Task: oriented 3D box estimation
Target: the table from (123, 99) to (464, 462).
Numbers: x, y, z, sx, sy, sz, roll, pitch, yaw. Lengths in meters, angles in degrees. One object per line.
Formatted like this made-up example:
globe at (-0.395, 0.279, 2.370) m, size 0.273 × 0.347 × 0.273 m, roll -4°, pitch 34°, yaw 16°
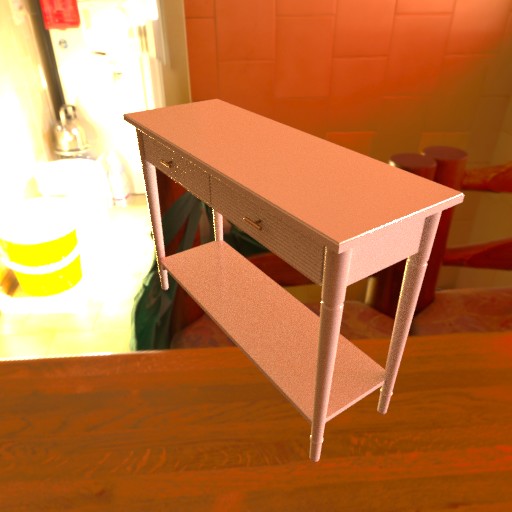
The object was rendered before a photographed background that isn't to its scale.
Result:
table at (0.000, 0.000, 1.457) m, size 0.381 × 0.749 × 1.067 m, roll -21°, pitch 38°, yaw -29°
